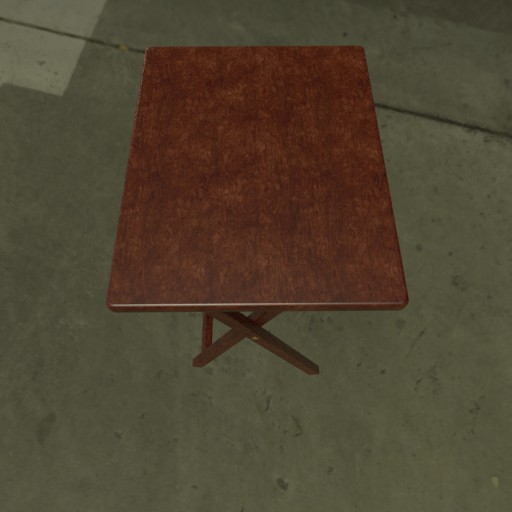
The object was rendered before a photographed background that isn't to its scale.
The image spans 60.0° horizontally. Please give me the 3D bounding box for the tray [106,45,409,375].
[{"bbox_3d":[0.000,0.000,0.952,0.381,0.660,0.483,0,63,0],"label":"tray"}]
